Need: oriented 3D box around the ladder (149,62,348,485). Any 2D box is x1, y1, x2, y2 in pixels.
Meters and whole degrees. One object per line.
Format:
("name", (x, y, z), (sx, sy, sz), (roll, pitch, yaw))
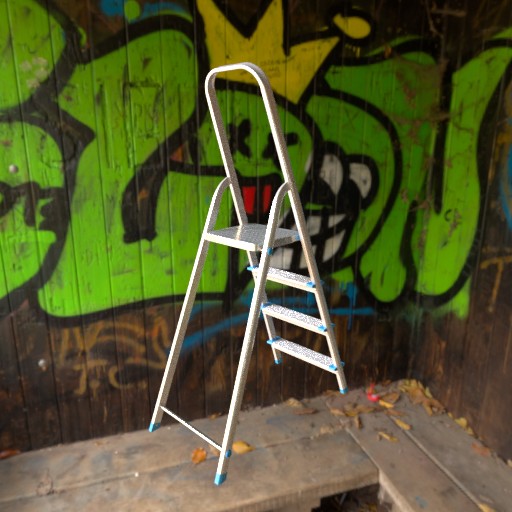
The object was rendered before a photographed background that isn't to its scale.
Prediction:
("ladder", (0.000, 0.000, 1.818), (0.445, 1.434, 0.842), (14, 20, 42))
